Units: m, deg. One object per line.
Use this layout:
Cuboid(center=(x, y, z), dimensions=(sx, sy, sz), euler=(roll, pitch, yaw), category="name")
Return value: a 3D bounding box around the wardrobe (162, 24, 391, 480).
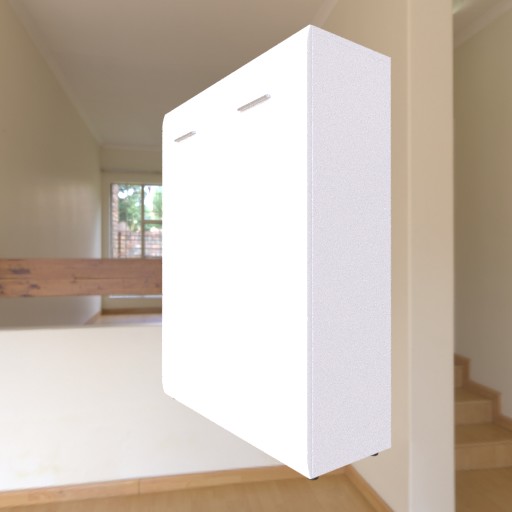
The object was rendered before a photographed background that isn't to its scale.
Cuboid(center=(0.000, 0.000, 1.601), dimensions=(0.360, 1.200, 0.900), euler=(0, 0, -36), category="wardrobe")
